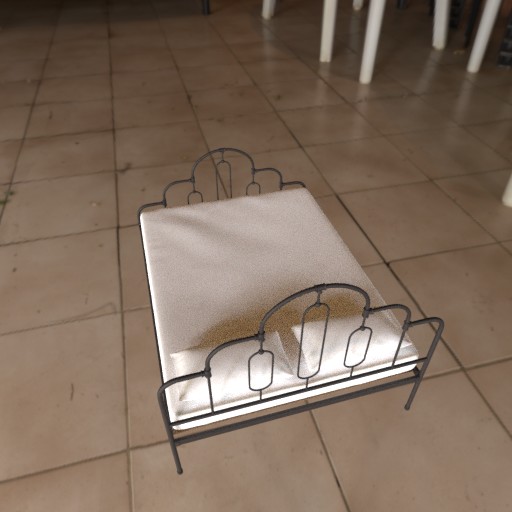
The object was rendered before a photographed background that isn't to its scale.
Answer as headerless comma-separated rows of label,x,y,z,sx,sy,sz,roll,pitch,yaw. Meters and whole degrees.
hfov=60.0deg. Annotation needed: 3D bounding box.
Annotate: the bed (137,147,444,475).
bed,0.000,0.000,3.245,1.640,1.429,2.163,-11,42,-12
